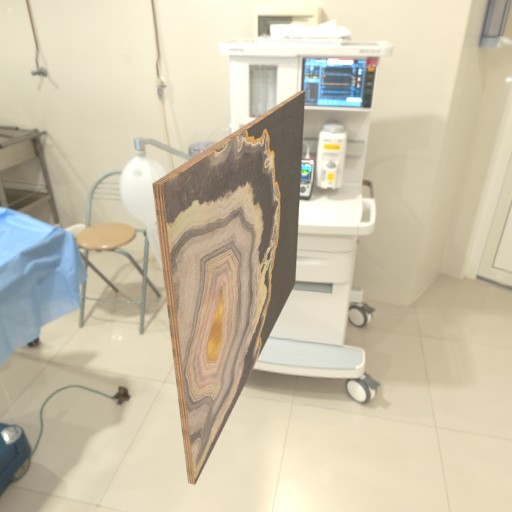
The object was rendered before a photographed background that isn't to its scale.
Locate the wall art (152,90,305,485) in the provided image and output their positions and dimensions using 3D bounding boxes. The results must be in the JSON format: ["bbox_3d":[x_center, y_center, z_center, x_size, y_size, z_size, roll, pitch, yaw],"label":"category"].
[{"bbox_3d":[0.000,0.000,0.683,0.010,0.408,0.508,10,31,17],"label":"wall art"}]
